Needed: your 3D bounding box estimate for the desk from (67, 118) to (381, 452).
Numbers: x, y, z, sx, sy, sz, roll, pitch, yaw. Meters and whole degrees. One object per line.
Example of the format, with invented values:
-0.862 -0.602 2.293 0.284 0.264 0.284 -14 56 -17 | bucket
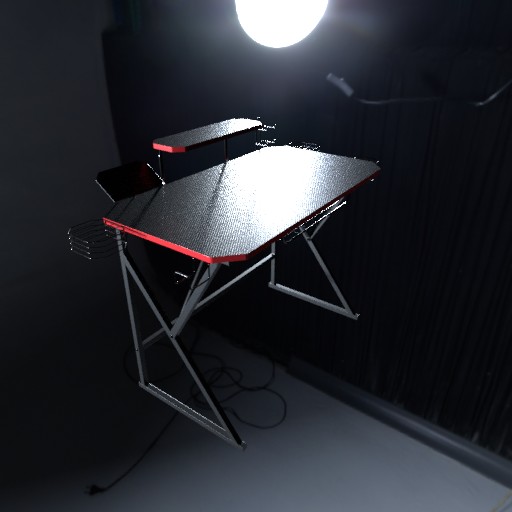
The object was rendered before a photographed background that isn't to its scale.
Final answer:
0.000 0.000 1.741 0.588 0.913 1.280 19 34 31 | desk
